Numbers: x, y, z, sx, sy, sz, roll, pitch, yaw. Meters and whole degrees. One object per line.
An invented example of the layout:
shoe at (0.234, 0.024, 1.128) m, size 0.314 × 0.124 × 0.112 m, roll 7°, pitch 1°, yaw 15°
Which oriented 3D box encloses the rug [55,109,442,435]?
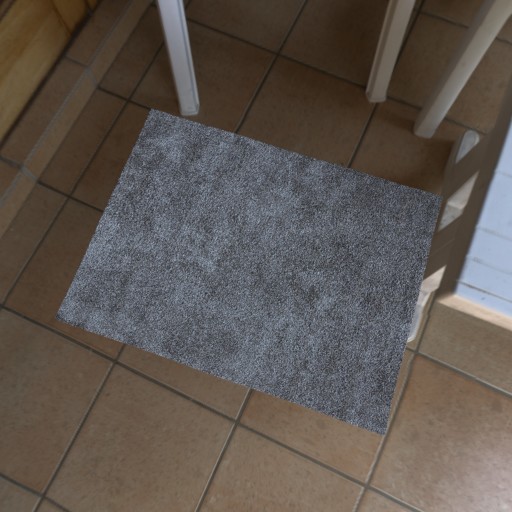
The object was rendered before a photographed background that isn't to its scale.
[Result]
rug at (0.000, 0.000, 2.178) m, size 1.601 × 0.025 × 1.198 m, roll 18°, pitch 75°, yaw 5°
